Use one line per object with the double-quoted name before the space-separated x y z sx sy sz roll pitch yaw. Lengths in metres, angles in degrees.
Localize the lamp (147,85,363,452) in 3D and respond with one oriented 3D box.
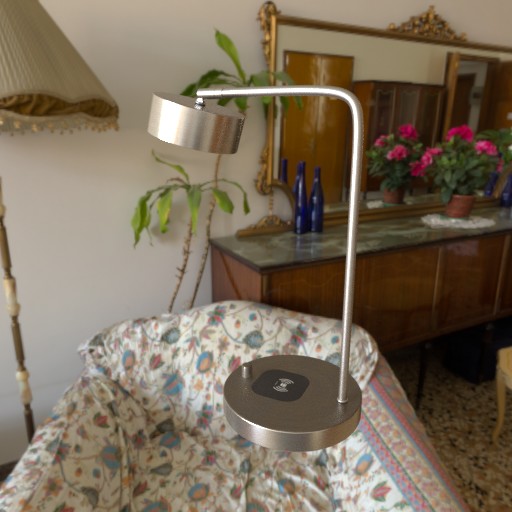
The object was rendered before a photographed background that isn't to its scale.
"lamp" 0.000 0.000 0.652 0.334 0.469 0.211 8 17 25
